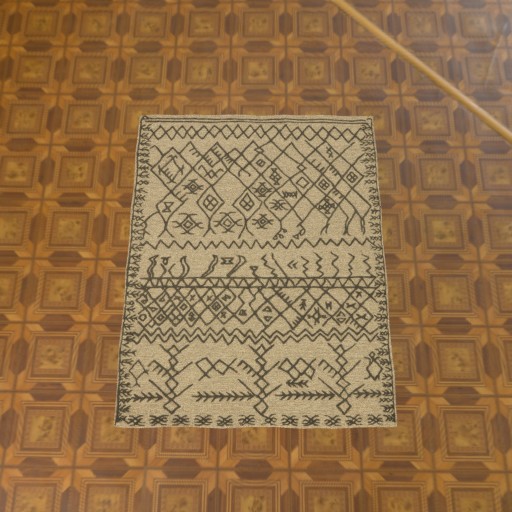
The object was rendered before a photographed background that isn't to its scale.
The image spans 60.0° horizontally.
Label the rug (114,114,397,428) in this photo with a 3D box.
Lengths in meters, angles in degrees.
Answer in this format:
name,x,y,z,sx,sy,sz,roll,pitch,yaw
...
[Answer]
name,x,y,z,sx,sy,sz,roll,pitch,yaw
rug,0.000,0.000,3.370,1.964,0.025,2.455,0,74,0
